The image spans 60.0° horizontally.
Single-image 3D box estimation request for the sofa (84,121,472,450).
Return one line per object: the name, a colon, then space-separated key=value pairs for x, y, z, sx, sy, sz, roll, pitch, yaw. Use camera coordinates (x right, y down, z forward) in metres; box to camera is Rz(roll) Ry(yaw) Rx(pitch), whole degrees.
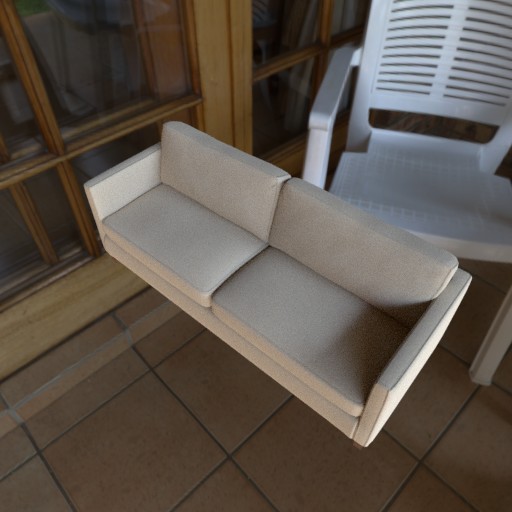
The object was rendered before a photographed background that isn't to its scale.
sofa: x=0.000 y=0.000 z=2.903 sx=2.361 sy=0.968 sz=0.951 roll=32 pitch=54 yaw=27
